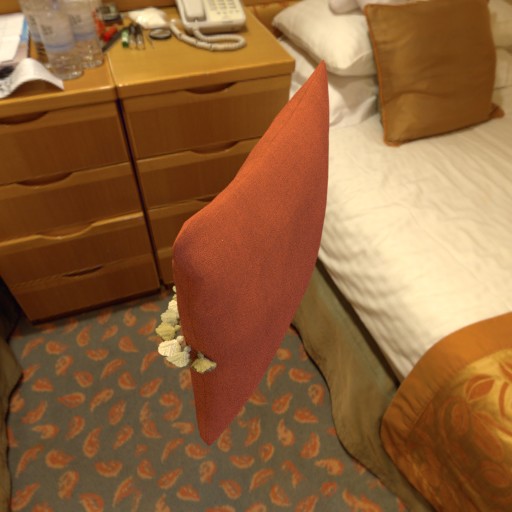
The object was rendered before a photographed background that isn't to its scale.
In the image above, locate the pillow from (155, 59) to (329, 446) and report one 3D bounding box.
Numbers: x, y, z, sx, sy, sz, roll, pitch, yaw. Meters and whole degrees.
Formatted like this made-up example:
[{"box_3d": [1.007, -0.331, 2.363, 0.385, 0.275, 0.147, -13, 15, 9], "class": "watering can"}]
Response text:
[{"box_3d": [0.000, 0.000, 0.742, 0.165, 0.482, 0.490, 18, 49, 17], "class": "pillow"}]
